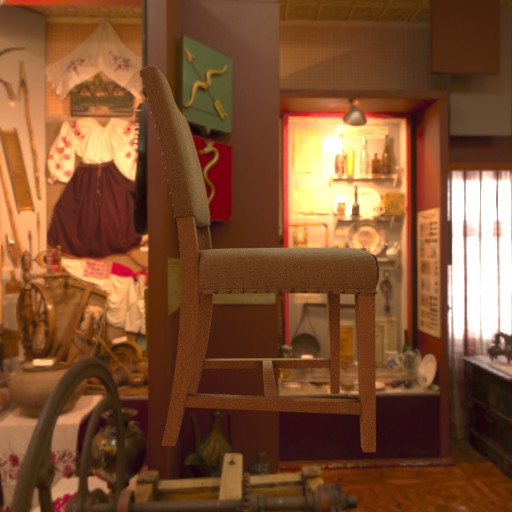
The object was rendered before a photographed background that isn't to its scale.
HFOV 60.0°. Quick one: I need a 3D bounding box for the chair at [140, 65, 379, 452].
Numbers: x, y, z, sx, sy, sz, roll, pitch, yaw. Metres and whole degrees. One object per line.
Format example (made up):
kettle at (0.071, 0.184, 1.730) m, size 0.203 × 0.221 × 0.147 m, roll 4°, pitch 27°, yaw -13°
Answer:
chair at (0.000, 0.000, 1.359) m, size 0.622 × 0.986 × 0.508 m, roll 0°, pitch 0°, yaw 0°
